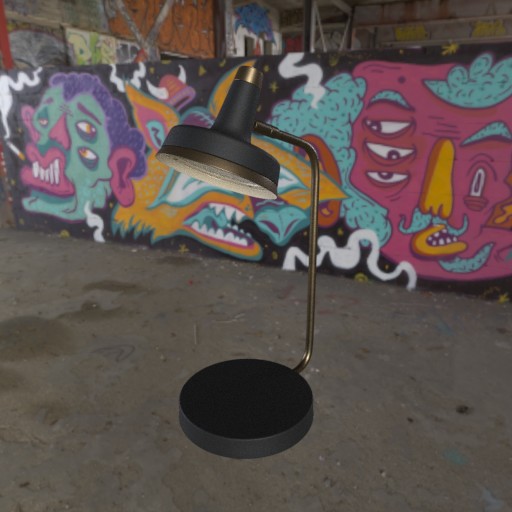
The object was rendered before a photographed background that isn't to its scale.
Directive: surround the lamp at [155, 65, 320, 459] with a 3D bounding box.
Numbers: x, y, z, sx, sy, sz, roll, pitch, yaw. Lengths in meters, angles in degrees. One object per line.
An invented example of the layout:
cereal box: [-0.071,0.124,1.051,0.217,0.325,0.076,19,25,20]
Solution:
lamp: [0.000,0.000,0.489,0.162,0.385,0.218,17,24,42]
